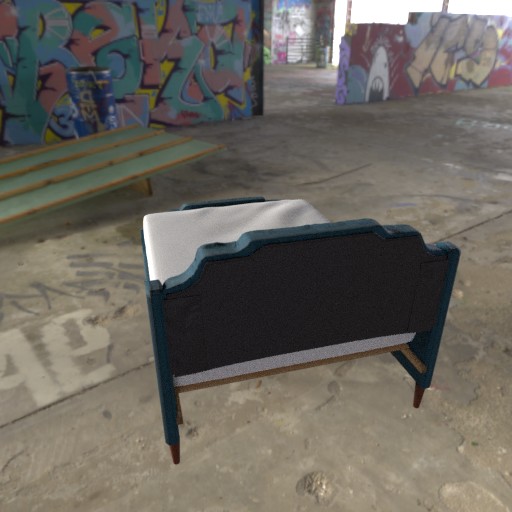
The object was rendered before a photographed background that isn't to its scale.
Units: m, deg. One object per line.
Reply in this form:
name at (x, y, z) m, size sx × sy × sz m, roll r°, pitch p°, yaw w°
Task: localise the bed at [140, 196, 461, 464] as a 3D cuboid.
bed at (0.000, 0.000, 3.395) m, size 1.676 × 1.351 × 2.322 m, roll -7°, pitch 28°, yaw -14°
